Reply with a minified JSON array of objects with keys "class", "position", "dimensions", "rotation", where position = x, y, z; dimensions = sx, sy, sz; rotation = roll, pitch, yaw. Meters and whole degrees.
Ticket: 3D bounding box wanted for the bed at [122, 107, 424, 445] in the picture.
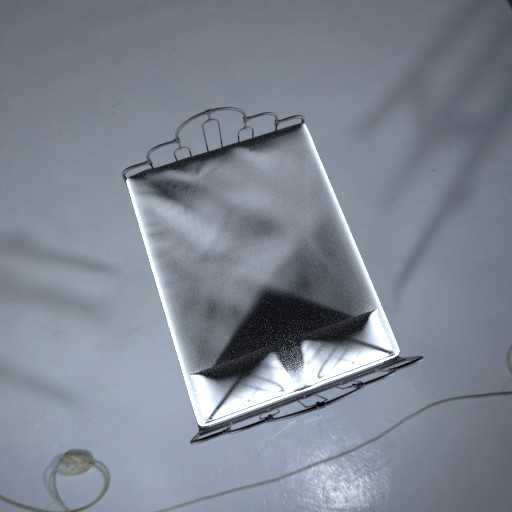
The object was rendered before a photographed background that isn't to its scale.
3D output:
[{"class":"bed","position":[0.000,0.000,3.294],"dimensions":[1.640,1.429,2.163],"rotation":[-19,76,-5]}]
